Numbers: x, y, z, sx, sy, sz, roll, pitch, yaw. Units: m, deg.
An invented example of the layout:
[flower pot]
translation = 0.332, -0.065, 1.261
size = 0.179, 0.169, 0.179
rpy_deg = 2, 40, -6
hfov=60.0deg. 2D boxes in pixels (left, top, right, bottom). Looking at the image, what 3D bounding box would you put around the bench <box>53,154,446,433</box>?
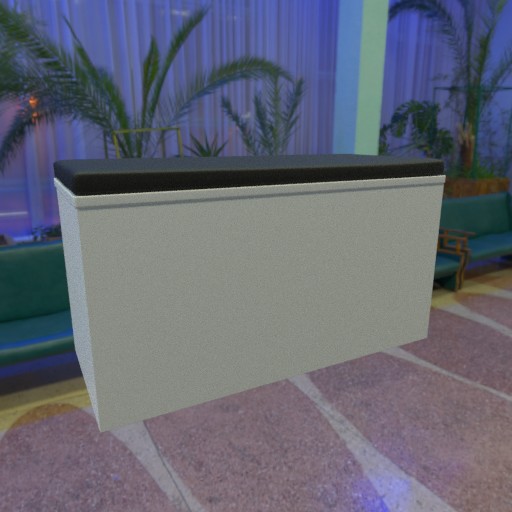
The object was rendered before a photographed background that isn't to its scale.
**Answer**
[bench]
translation = 0.000, 0.000, 1.161
size = 0.899, 0.500, 0.401
rpy_deg = -8, 17, -27
